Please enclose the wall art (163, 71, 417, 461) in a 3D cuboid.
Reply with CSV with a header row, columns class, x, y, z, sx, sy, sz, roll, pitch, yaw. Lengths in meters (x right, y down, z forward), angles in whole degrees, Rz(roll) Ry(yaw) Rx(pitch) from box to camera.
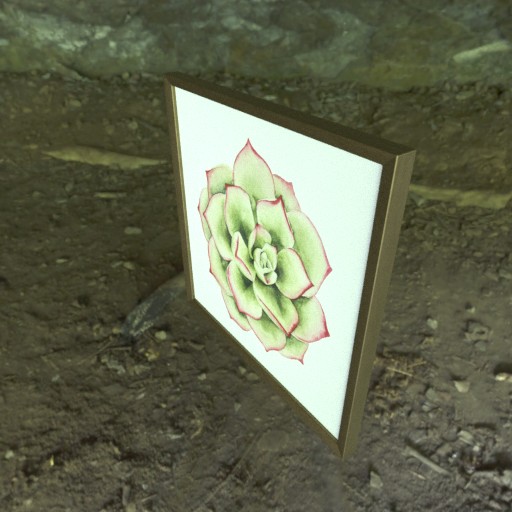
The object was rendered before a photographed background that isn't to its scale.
class,x,y,z,sx,sy,sz,roll,pitch,yaw
wall art,0.000,0.000,0.745,0.031,0.506,0.503,-22,39,-30
